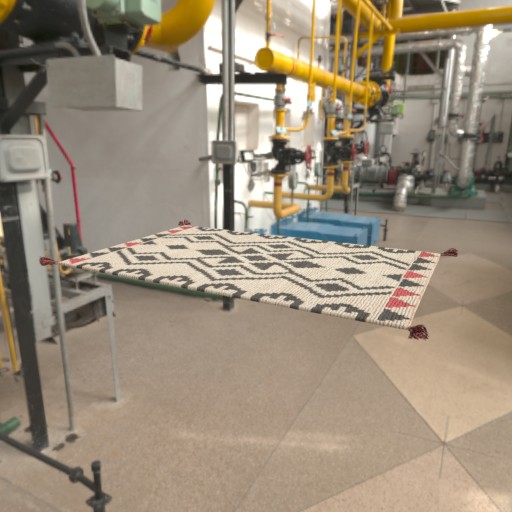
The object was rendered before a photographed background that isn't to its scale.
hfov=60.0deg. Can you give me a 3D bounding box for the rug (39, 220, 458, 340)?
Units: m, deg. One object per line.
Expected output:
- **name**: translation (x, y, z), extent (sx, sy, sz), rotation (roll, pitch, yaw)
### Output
- **rug**: translation (0.000, 0.000, 3.307), extent (2.672, 0.066, 1.741), rotation (8, 17, 26)
